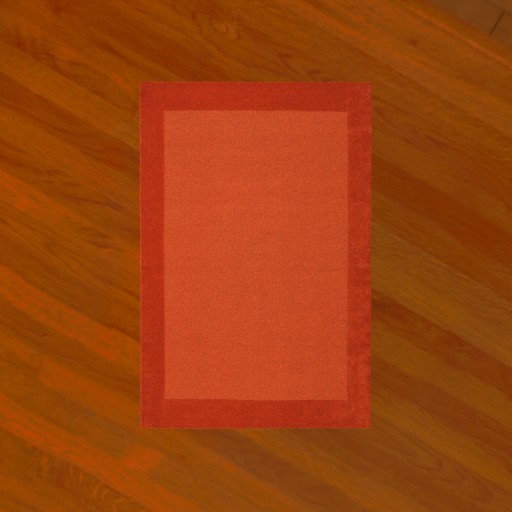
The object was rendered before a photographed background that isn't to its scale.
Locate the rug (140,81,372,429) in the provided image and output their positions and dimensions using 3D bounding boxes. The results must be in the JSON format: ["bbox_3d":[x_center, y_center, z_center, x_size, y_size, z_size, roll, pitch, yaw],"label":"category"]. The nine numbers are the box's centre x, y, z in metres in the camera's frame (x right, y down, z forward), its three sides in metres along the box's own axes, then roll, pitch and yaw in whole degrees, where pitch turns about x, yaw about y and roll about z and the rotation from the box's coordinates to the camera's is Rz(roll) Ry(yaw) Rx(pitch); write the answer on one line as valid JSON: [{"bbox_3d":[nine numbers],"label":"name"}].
[{"bbox_3d":[0.000,0.000,2.340,1.219,0.014,1.829,0,91,0],"label":"rug"}]
